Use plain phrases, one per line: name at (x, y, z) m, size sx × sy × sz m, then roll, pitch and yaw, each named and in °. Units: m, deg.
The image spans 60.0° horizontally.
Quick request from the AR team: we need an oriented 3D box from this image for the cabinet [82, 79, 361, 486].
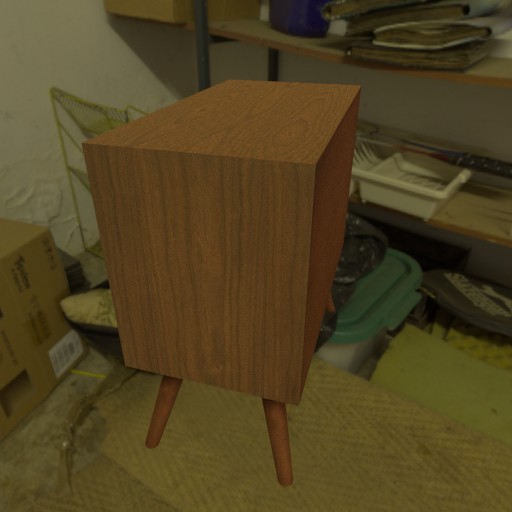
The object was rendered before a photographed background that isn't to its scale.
cabinet at (0.000, 0.000, 1.151) m, size 0.388 × 0.748 × 0.712 m, roll 9°, pitch 31°, yaw 14°
